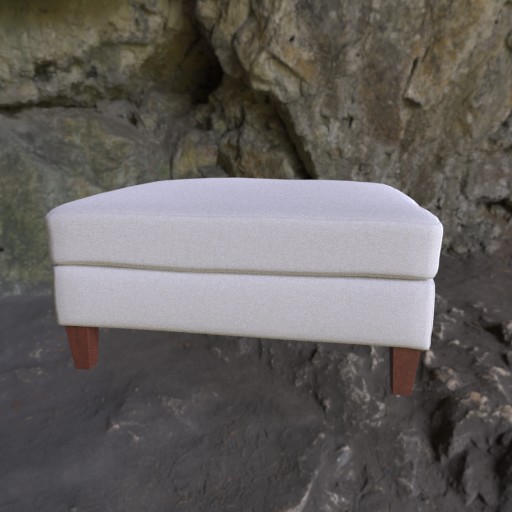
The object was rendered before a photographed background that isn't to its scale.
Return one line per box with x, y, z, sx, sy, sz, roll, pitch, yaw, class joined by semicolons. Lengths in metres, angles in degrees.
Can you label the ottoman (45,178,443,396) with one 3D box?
0.000;0.000;1.471;0.976;0.492;0.836;2;14;9;ottoman
